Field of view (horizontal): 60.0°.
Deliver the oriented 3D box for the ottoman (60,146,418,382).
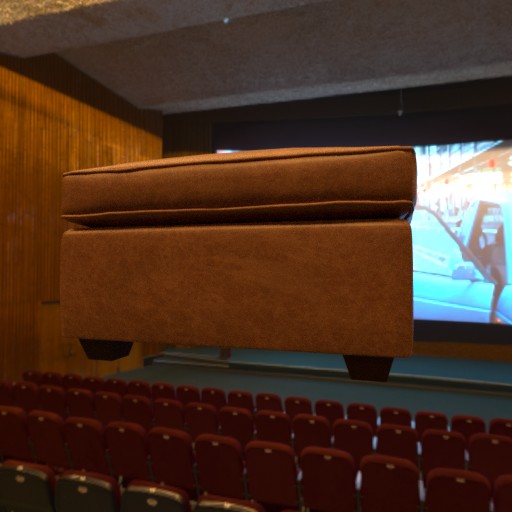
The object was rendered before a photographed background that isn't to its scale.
[{"bbox_3d":[0.000,0.000,1.113,0.756,0.468,0.554,0,-1,18],"label":"ottoman"}]
